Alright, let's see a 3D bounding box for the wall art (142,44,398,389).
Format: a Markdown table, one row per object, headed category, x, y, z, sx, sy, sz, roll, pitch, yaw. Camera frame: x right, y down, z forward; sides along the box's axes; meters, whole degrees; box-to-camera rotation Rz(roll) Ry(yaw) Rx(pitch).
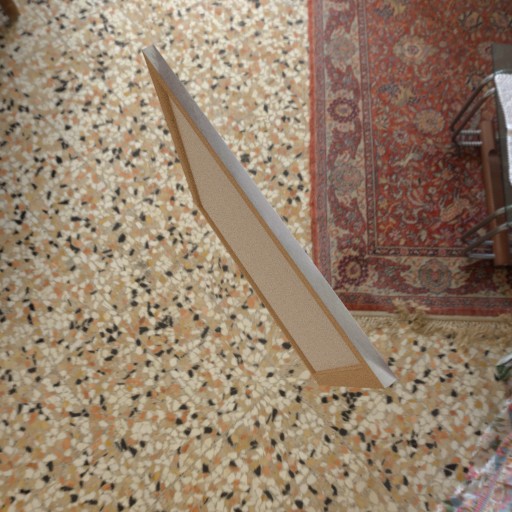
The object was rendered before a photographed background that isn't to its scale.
| category | x | y | z | sx | sy | sz | roll | pitch | yaw |
| --- | --- | --- | --- | --- | --- | --- | --- | --- | --- |
| wall art | 0.000 | 0.000 | 1.145 | 0.027 | 0.762 | 0.762 | -33 | 77 | -9 |
